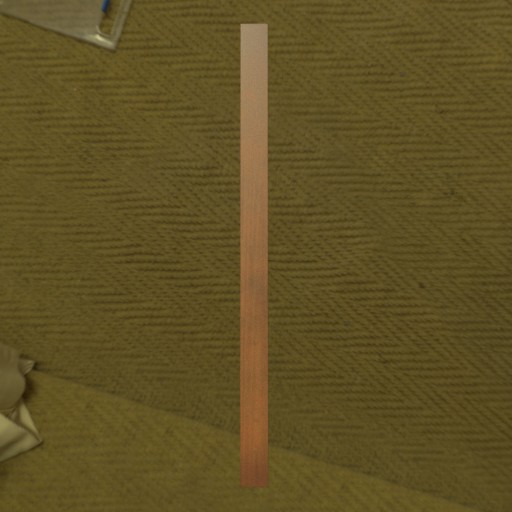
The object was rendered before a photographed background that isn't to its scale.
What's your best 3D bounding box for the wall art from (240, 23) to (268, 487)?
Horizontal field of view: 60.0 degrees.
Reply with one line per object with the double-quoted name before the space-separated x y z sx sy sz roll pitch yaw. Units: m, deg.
"wall art" 0.000 0.000 0.762 0.033 0.457 0.558 0 89 1
